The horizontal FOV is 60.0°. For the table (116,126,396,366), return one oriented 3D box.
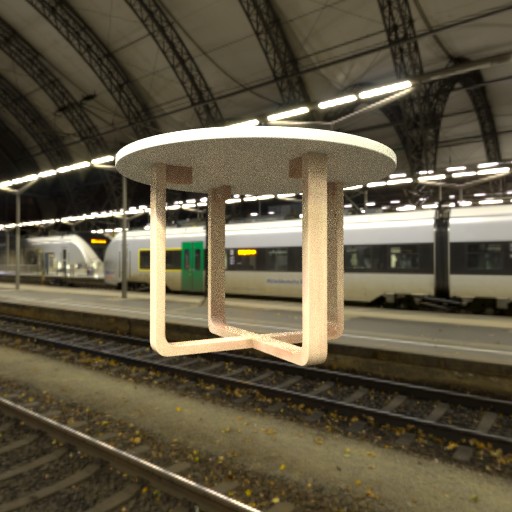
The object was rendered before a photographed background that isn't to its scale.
[{"bbox_3d":[0.000,0.000,0.991,0.600,0.400,0.600,0,-1,0],"label":"table"}]
